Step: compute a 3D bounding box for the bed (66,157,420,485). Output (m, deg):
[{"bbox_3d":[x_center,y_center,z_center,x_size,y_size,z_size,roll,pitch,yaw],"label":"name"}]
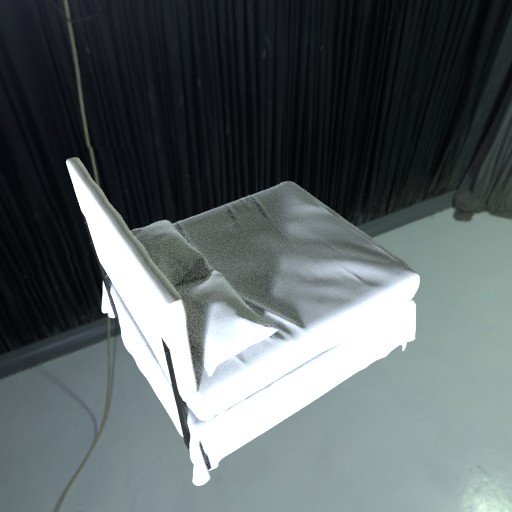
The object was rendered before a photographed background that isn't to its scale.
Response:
[{"bbox_3d":[0.000,0.000,3.450,2.222,1.577,1.936,-24,46,-25],"label":"bed"}]
